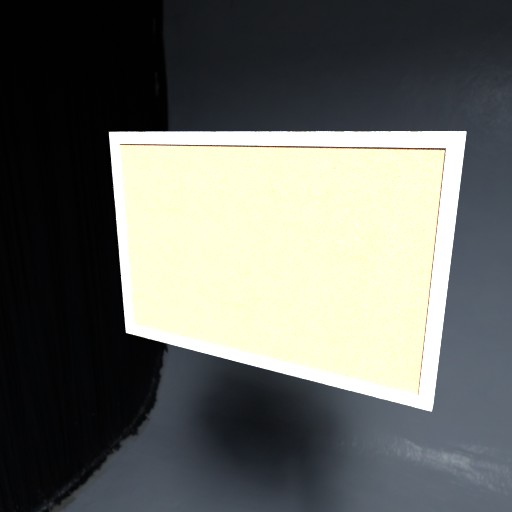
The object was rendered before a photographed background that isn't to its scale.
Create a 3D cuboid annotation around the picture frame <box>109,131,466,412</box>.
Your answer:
[{"bbox_3d":[0.000,0.000,1.188,0.950,0.640,0.029,8,17,26],"label":"picture frame"}]
